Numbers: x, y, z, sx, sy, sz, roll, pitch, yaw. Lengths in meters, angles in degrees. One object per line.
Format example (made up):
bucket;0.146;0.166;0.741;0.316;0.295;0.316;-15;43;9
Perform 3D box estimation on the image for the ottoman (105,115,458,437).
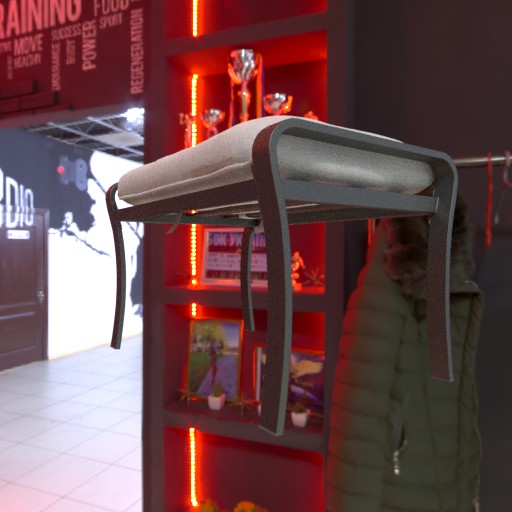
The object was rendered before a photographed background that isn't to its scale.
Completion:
ottoman;0.000;0.000;0.881;0.406;0.422;0.610;0;1;-36
